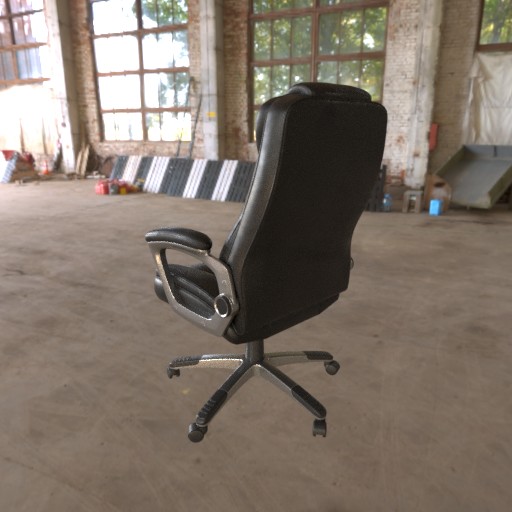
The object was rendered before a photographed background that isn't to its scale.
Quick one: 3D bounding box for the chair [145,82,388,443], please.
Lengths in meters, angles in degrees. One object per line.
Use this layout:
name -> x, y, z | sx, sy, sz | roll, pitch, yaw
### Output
chair -> 0.000, 0.000, 1.524 | 0.697, 1.075, 0.689 | -15, 22, -43
